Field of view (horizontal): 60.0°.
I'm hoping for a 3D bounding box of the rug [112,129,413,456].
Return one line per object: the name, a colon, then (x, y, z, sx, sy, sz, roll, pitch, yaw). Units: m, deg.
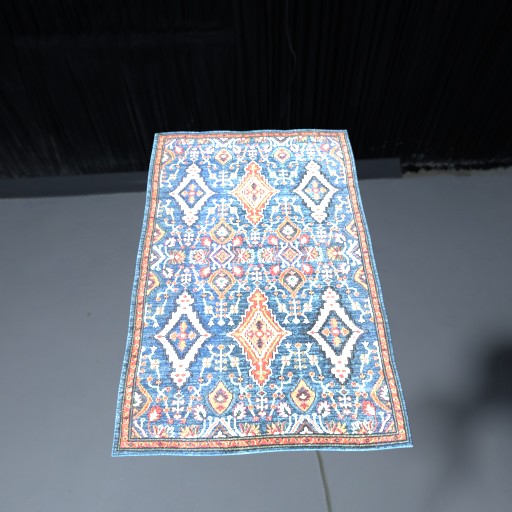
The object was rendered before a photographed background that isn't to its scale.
rug: (0.000, 0.000, 2.237, 1.195, 0.014, 1.847, -1, 57, -1)
